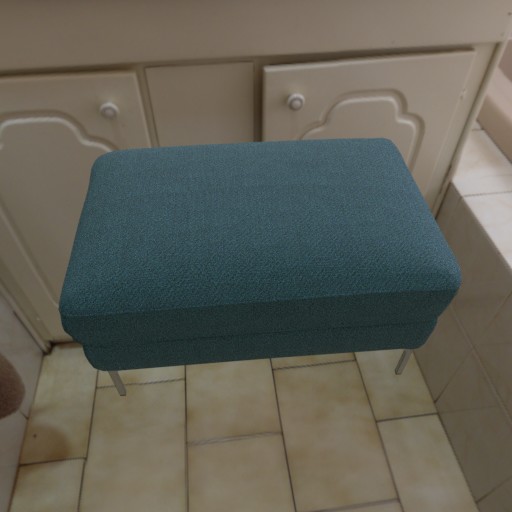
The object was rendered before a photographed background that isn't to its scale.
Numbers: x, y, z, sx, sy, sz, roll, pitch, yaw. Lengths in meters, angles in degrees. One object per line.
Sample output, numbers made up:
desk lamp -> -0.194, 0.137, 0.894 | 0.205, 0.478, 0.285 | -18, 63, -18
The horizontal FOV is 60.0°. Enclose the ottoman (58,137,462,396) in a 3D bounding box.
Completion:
ottoman -> 0.000, 0.000, 1.197 | 0.856, 0.498, 0.563 | -4, 48, -3
